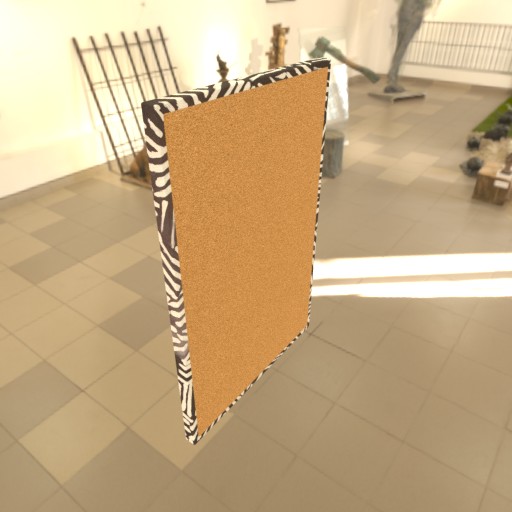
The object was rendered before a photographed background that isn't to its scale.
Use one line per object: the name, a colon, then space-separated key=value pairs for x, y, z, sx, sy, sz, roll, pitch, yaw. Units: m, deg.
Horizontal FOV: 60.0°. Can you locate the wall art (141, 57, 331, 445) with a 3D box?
wall art: x=0.000 y=0.000 z=1.198 sx=0.035 sy=0.918 sz=0.615 roll=22 pitch=38 yaw=30
